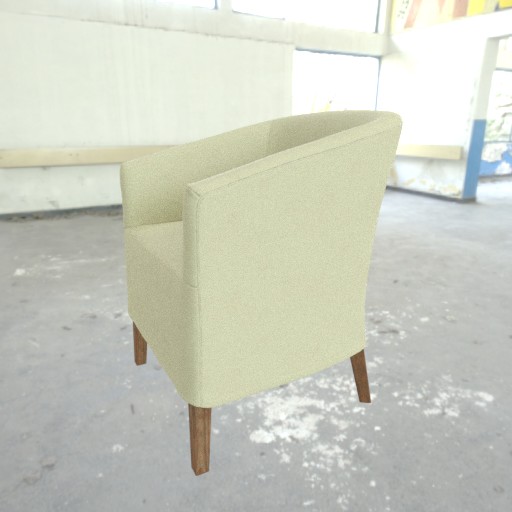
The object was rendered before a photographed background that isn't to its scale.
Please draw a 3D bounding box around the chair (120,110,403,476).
[{"bbox_3d":[0.000,0.000,1.300,0.657,0.822,0.643,-9,18,-27],"label":"chair"}]
